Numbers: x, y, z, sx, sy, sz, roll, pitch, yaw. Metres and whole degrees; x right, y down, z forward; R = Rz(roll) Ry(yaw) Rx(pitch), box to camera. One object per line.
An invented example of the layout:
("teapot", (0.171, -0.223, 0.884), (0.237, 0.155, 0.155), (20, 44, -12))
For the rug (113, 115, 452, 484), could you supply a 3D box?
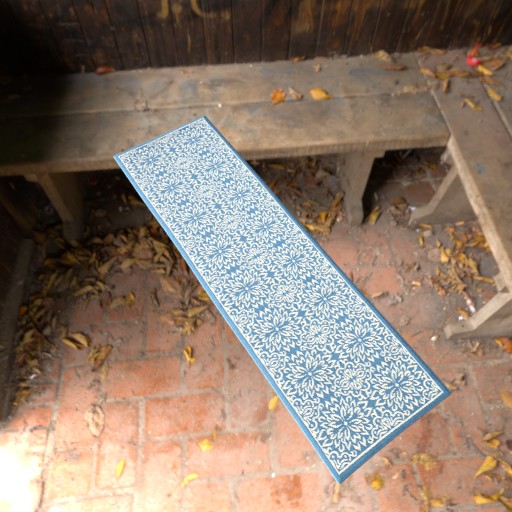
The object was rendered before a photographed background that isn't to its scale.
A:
("rug", (0.000, 0.000, 2.381), (0.662, 0.011, 2.196), (-30, 63, -17))
